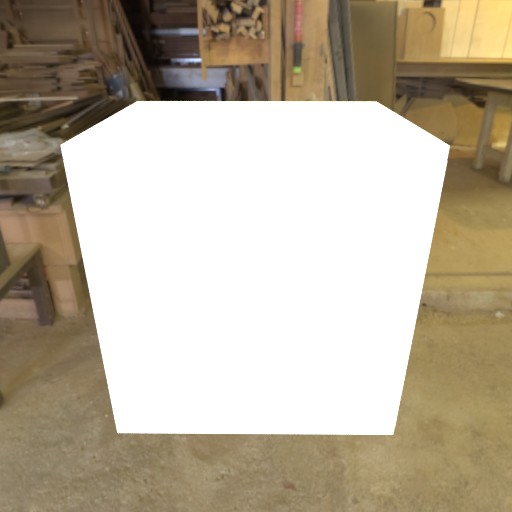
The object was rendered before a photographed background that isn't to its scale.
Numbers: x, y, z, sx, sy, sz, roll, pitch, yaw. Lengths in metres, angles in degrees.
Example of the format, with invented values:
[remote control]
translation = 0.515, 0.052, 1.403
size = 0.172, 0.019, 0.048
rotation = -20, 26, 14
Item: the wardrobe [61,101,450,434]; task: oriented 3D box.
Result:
[wardrobe]
translation = 0.000, 0.000, 0.863
size = 0.500, 0.520, 0.400
rotation = 0, 27, 0
